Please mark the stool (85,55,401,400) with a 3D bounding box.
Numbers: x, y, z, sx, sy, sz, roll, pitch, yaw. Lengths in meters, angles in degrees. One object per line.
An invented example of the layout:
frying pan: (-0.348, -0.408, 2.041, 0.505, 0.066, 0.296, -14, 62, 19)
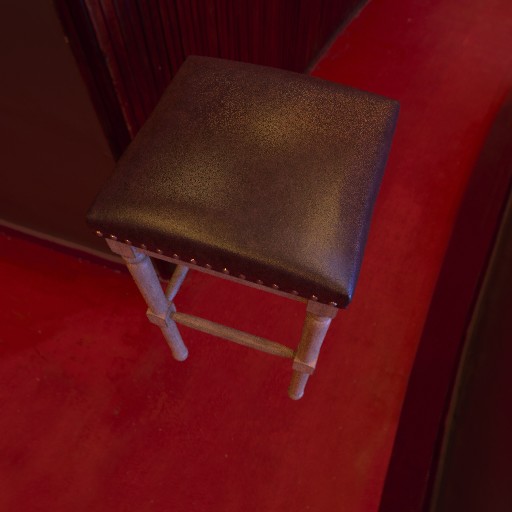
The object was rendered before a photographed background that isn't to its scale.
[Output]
stool: (0.000, 0.000, 0.928, 0.383, 0.702, 0.382, 16, 61, 9)
